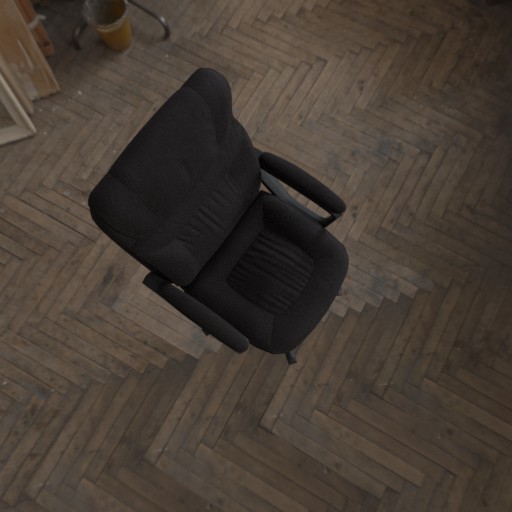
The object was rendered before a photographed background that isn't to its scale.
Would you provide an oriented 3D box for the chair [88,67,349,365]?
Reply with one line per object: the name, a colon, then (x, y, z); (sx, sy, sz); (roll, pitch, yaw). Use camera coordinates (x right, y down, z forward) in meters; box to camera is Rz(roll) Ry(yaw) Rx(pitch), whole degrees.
chair: (0.000, 0.000, 1.576); (0.724, 1.105, 0.667); (35, 79, 8)
